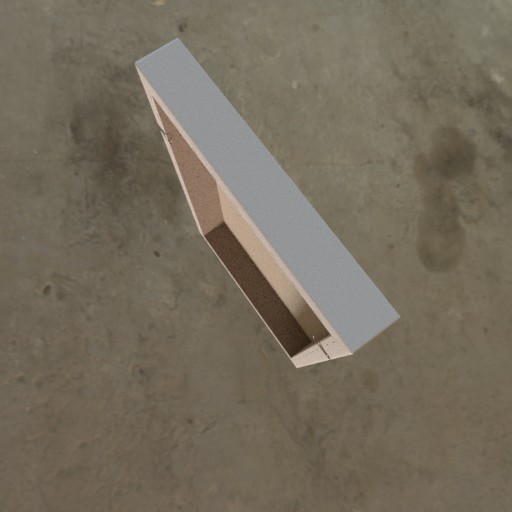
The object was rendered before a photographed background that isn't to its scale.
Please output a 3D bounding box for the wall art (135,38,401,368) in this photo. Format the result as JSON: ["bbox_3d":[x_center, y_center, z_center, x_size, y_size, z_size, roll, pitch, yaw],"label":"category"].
[{"bbox_3d":[0.000,0.000,0.479,0.039,0.381,0.252,-34,77,-9],"label":"wall art"}]
